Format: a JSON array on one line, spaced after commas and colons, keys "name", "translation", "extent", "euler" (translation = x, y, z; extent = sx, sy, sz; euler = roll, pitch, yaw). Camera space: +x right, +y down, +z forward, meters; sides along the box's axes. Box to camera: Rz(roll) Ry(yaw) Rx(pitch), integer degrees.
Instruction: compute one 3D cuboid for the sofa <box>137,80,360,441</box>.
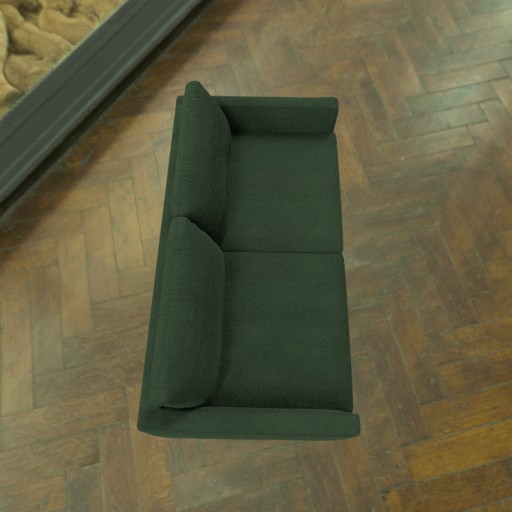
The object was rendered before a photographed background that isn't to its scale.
[{"name": "sofa", "translation": [0.000, 0.000, 2.186], "extent": [0.875, 0.817, 1.676], "euler": [1, 66, 1]}]
